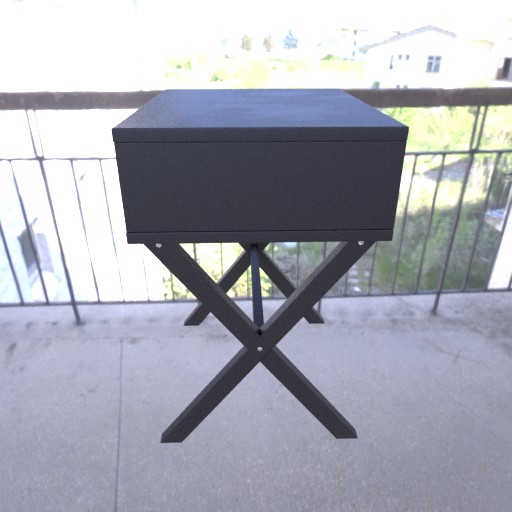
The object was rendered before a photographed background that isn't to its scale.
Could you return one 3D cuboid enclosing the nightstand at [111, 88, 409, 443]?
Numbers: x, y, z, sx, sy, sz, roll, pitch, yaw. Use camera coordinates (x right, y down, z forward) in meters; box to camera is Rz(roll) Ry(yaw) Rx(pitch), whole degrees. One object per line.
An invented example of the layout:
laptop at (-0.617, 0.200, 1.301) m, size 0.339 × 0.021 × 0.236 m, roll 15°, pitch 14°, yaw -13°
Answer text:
nightstand at (0.000, 0.000, 0.947) m, size 0.402 × 0.623 × 0.479 m, roll -1°, pitch 26°, yaw -2°
